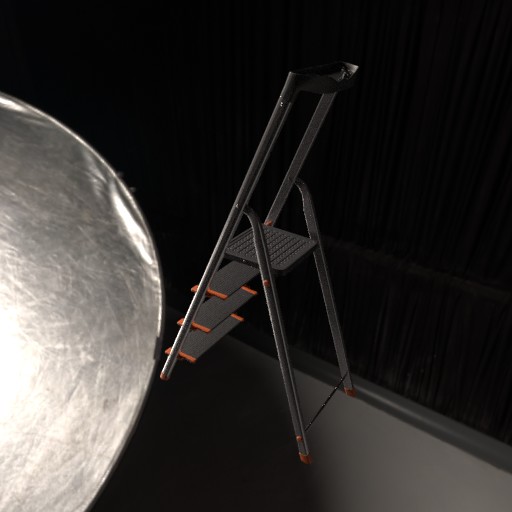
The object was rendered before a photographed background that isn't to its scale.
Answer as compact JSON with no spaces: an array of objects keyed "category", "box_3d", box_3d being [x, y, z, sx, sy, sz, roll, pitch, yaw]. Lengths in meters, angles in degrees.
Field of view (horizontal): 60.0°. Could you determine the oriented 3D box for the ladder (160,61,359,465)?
[{"category":"ladder","box_3d":[0.000,0.000,1.768,0.834,1.429,0.452,19,35,30]}]
